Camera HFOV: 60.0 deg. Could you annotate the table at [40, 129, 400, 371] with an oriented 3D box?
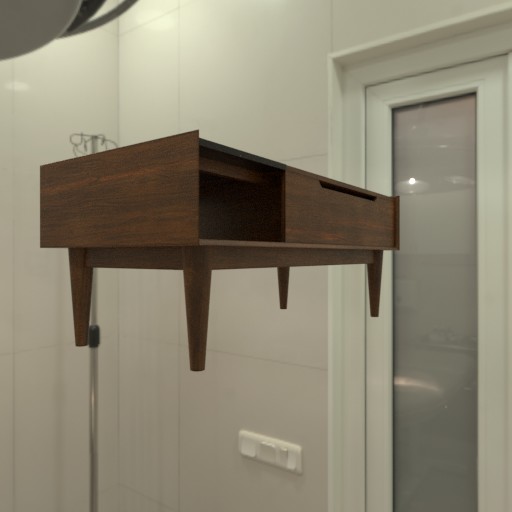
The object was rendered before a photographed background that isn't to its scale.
[{"bbox_3d":[0.000,0.000,1.558,0.610,0.508,1.221,0,0,36],"label":"table"}]
